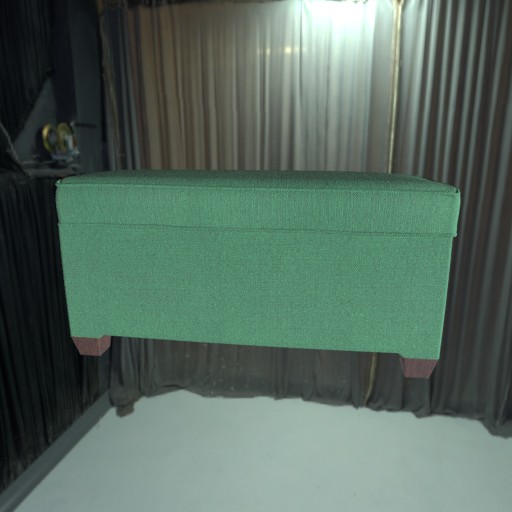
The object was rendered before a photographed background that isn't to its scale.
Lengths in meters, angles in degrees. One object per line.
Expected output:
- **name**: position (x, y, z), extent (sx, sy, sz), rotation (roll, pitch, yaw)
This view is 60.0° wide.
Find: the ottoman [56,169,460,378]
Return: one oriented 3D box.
- **ottoman**: position (0.000, 0.000, 1.252), extent (0.957, 0.471, 0.483), rotation (2, 15, 8)
